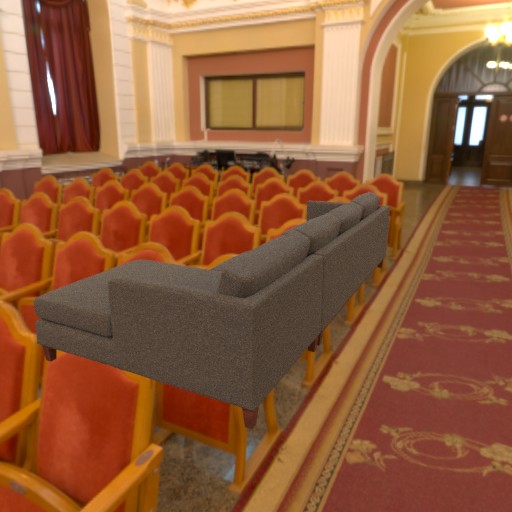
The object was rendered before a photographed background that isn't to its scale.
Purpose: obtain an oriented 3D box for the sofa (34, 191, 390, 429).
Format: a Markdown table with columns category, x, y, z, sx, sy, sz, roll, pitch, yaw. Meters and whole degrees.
| category | x | y | z | sx | sy | sz | roll | pitch | yaw |
| --- | --- | --- | --- | --- | --- | --- | --- | --- | --- |
| sofa | 0.000 | 0.000 | 3.830 | 1.625 | 0.846 | 3.186 | 8 | 18 | 26 |
